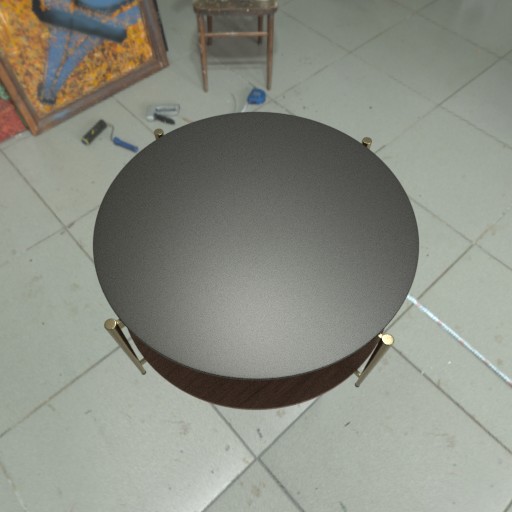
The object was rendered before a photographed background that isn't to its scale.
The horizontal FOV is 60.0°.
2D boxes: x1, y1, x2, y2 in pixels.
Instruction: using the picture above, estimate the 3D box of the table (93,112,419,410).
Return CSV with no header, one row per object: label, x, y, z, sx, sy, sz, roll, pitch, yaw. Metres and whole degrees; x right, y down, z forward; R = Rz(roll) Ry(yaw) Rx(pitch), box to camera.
table,0.000,0.000,1.466,0.938,0.400,0.938,16,59,10
